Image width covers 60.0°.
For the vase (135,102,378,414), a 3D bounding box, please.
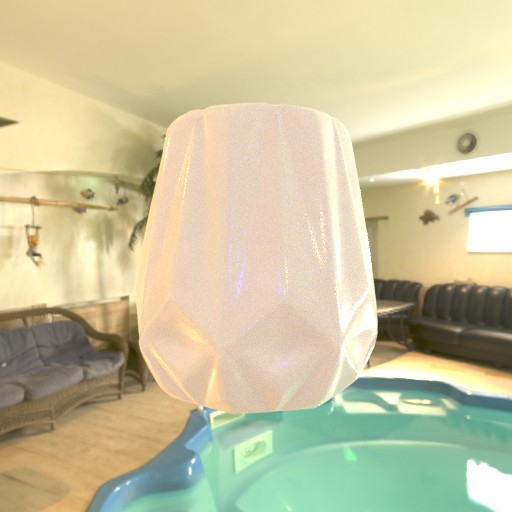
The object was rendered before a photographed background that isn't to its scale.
[{"bbox_3d":[0.000,0.000,0.265,0.141,0.152,0.141,0,1,0],"label":"vase"}]
